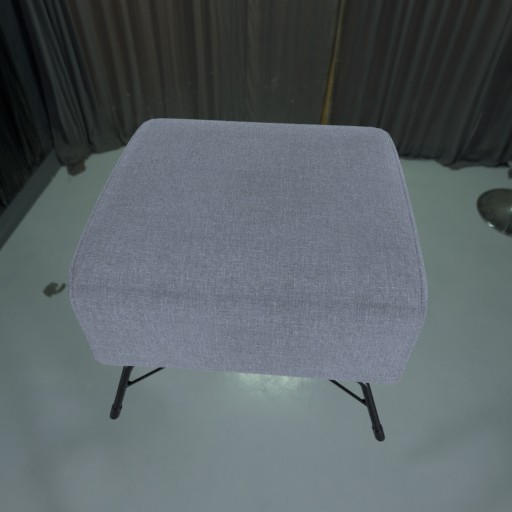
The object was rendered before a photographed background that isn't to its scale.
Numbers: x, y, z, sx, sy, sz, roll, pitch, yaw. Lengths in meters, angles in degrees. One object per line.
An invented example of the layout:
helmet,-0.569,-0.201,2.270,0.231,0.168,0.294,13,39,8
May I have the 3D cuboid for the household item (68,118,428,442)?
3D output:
household item,0.000,0.000,0.881,0.530,0.410,0.530,3,46,3
